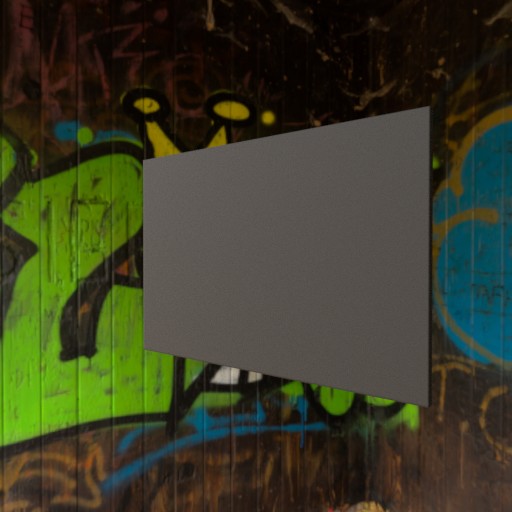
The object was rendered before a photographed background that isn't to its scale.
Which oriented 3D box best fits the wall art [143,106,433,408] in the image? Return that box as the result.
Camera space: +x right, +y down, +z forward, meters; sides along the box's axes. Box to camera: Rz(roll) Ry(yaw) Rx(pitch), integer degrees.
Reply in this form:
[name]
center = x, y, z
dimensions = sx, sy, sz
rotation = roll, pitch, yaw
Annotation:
[wall art]
center = 0.000, 0.000, 1.259
dimensions = 0.958, 0.656, 0.026
rotation = 0, 1, 37
